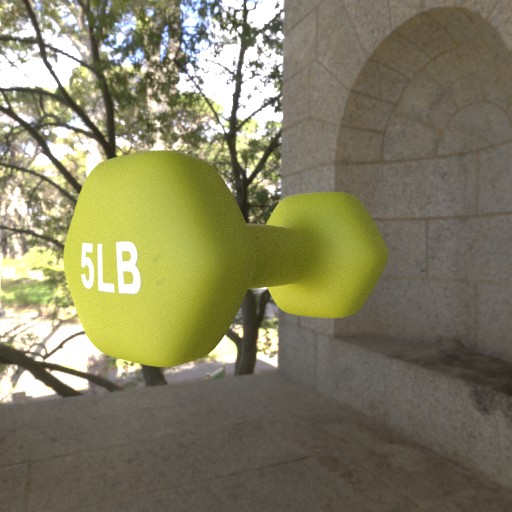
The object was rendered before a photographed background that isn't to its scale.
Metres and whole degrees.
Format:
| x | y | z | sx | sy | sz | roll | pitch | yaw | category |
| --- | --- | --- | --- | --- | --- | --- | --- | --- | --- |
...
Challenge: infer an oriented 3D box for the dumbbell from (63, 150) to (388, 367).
| x | y | z | sx | sy | sz | roll | pitch | yaw | category |
| --- | --- | --- | --- | --- | --- | --- | --- | --- | --- |
| 0.000 | 0.000 | 0.209 | 0.080 | 0.072 | 0.164 | 1 | 1 | 36 | dumbbell |
